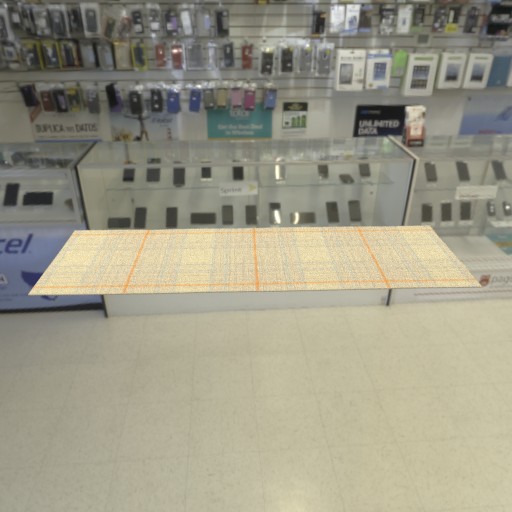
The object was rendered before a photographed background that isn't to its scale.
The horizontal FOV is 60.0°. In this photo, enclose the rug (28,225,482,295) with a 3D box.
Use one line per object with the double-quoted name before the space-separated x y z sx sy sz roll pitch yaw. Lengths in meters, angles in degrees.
"rug" 0.000 0.000 2.713 2.442 0.016 0.770 -1 30 -2
